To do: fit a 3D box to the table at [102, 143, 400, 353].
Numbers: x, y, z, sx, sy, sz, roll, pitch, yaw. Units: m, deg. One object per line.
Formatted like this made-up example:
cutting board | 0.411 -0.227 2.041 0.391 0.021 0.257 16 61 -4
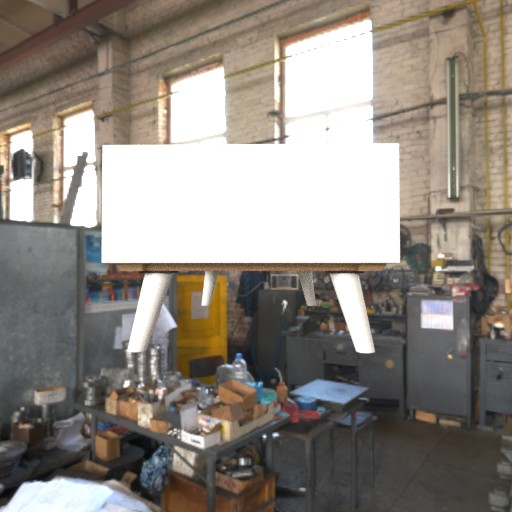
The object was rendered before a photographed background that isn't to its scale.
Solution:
table | 0.000 0.000 1.500 0.609 0.432 1.194 0 -1 1
